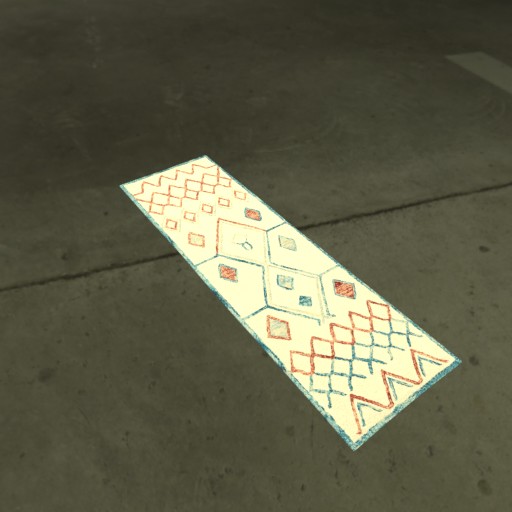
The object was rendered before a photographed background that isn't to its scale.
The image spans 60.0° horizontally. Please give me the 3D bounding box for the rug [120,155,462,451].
[{"bbox_3d":[0.000,0.000,2.748,0.750,0.011,2.435,-26,49,-25],"label":"rug"}]
